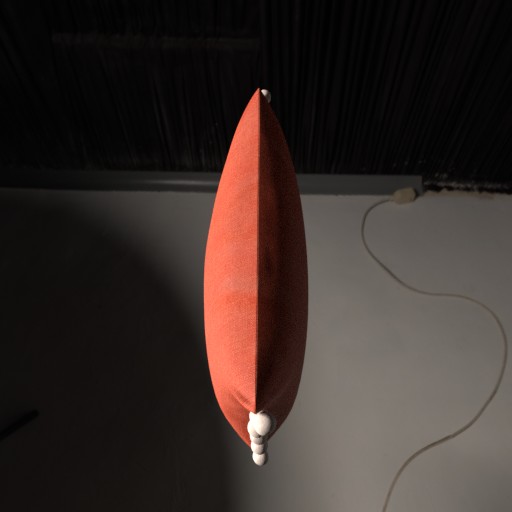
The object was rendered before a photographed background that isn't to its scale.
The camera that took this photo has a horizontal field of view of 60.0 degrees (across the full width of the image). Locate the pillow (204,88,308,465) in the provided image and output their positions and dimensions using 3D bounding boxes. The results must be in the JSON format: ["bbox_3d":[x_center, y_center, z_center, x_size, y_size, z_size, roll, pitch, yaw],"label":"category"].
[{"bbox_3d":[0.000,0.000,0.853,0.201,0.322,0.709,1,55,0],"label":"pillow"}]
